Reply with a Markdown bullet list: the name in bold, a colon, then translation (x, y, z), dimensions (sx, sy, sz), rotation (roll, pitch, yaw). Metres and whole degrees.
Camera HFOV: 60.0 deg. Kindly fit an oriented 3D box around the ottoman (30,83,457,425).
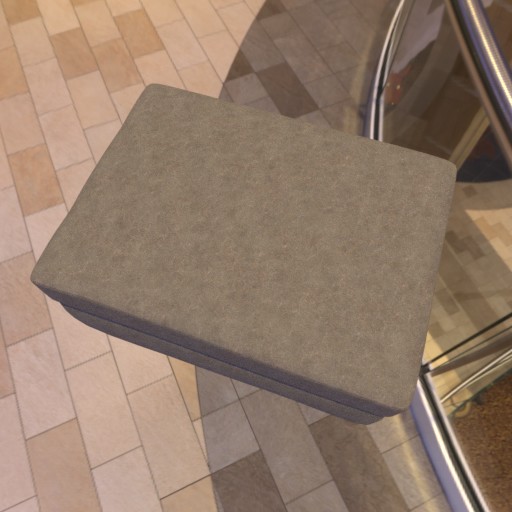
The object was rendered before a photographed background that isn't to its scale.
- **ottoman**: translation (0.000, 0.000, 1.197), dimensions (0.839, 0.464, 0.639), rotation (18, 66, 8)
